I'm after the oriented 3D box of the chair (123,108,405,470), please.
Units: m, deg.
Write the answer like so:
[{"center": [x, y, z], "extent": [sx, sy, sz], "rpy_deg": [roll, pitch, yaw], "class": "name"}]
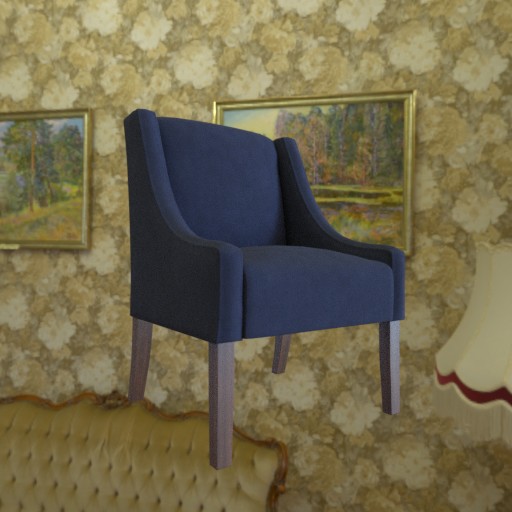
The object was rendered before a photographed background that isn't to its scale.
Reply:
[{"center": [0.000, 0.000, 1.329], "extent": [0.629, 0.895, 0.629], "rpy_deg": [0, 0, -35], "class": "chair"}]
